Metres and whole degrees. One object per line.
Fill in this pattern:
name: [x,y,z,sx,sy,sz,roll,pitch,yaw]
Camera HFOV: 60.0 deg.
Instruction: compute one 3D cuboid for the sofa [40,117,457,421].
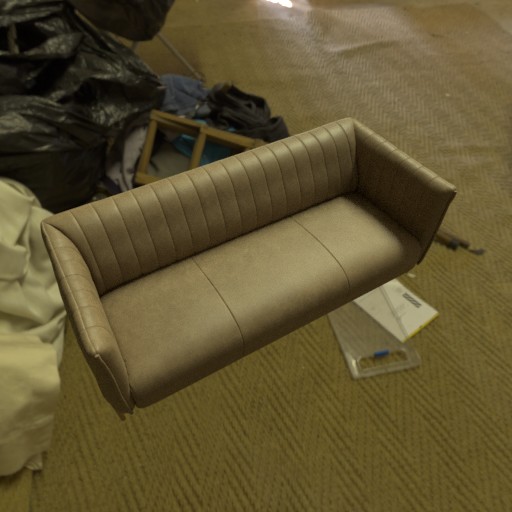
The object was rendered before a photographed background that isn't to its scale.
sofa: [0.000,0.000,2.456,1.980,0.779,0.876,-23,51,-21]
